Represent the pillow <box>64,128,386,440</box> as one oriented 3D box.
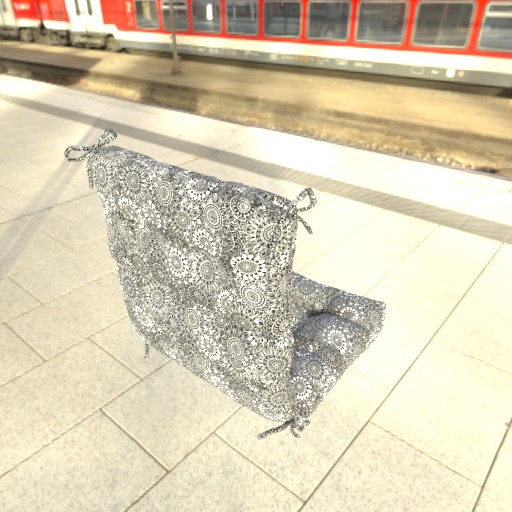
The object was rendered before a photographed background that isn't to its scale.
[{"bbox_3d":[0.000,0.000,1.034,0.519,0.605,0.571,22,37,32],"label":"pillow"}]
